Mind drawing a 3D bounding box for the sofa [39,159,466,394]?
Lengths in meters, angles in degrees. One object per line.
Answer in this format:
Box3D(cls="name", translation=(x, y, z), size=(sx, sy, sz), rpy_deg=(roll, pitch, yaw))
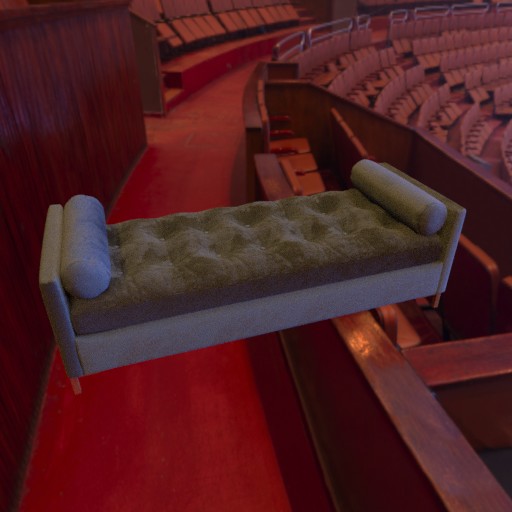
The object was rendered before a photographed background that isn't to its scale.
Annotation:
Box3D(cls="sofa", translation=(0.000, 0.000, 2.491), size=(2.102, 0.705, 0.796), rpy_deg=(-10, 33, -16))
